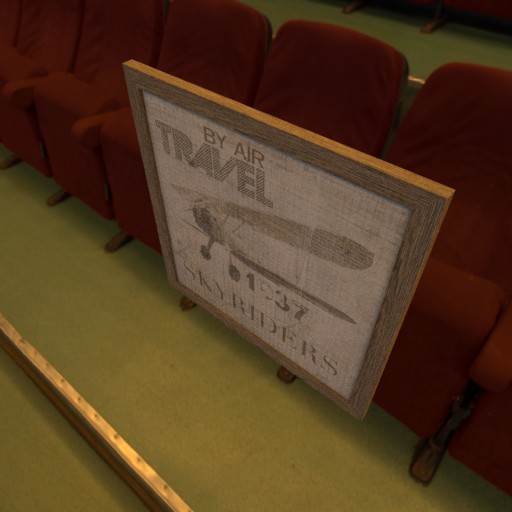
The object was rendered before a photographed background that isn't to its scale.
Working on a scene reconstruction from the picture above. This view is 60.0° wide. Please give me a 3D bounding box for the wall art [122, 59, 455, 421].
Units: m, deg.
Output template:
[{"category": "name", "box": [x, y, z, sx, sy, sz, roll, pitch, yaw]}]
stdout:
[{"category": "wall art", "box": [0.000, 0.000, 0.737, 0.508, 0.508, 0.019, 31, 53, 27]}]
